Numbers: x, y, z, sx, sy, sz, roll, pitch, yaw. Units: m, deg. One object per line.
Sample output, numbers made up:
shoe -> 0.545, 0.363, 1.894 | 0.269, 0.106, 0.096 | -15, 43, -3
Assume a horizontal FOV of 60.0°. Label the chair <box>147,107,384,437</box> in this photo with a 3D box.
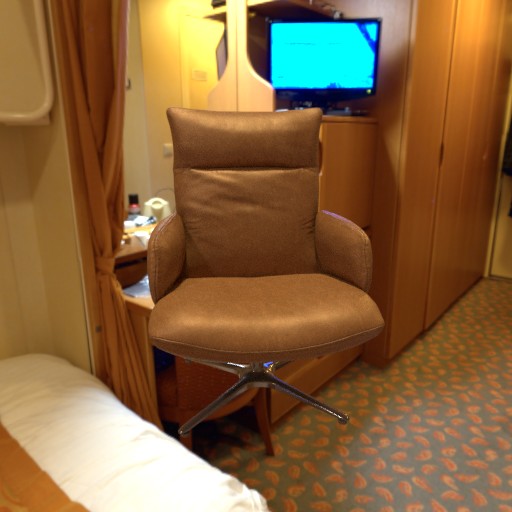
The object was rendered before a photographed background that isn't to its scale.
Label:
chair -> 0.000, 0.000, 1.559 | 0.711, 1.027, 0.794 | -2, 16, -7
